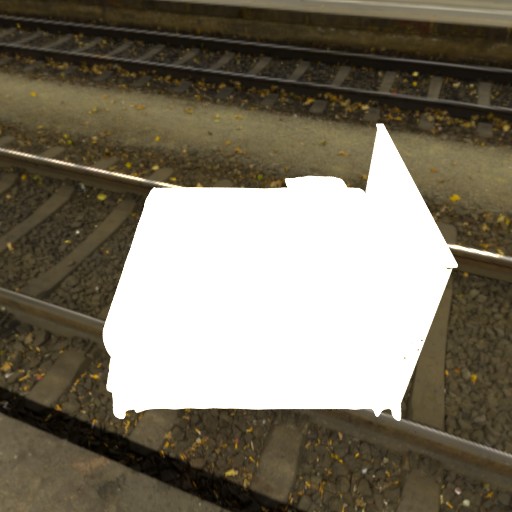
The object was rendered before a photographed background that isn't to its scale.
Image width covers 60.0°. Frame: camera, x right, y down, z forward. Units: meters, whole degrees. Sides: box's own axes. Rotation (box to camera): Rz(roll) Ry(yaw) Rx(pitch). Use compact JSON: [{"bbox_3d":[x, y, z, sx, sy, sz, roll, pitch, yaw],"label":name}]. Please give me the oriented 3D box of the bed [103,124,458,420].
[{"bbox_3d":[0.000,0.000,3.190,2.047,1.269,1.876,0,40,0],"label":"bed"}]
